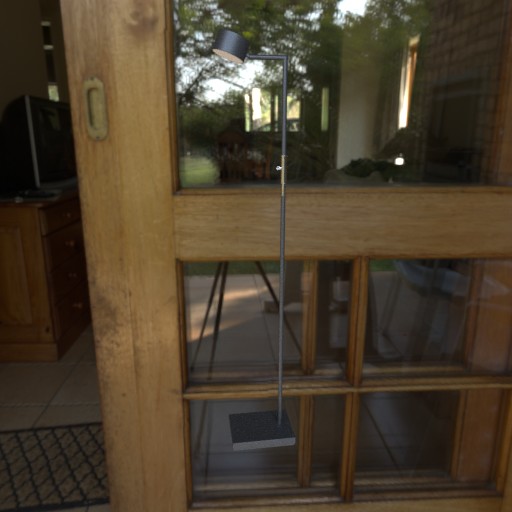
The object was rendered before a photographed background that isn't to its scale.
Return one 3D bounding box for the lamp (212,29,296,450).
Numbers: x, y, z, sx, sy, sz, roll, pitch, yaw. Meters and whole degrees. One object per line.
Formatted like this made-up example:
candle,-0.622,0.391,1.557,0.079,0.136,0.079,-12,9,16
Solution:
lamp,0.000,0.000,1.730,0.304,1.600,0.203,-2,15,-8
